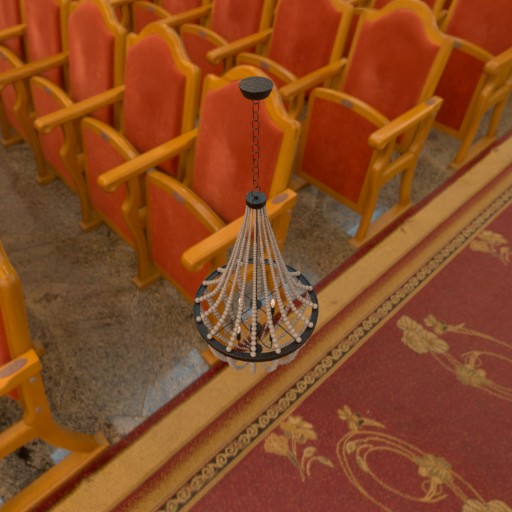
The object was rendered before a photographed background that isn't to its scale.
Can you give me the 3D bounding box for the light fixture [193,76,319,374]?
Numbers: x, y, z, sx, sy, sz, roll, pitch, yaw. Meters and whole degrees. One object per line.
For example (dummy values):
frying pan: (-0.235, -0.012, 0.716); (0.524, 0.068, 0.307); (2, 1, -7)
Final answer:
light fixture: (0.000, 0.000, 1.414); (0.450, 1.133, 0.450); (0, 47, 0)
